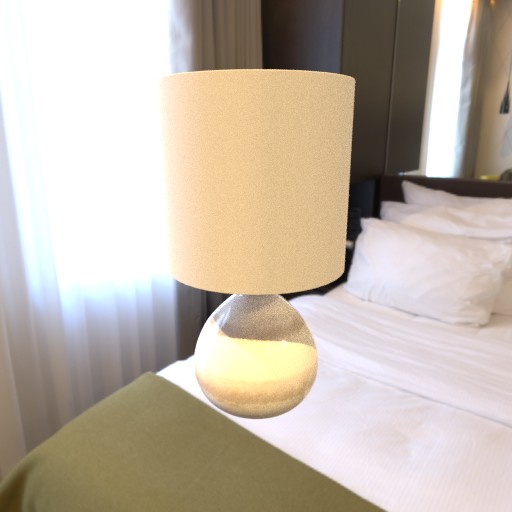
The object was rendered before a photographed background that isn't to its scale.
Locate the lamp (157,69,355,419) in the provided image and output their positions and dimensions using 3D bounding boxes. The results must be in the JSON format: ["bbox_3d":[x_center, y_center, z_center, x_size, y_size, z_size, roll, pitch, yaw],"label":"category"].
[{"bbox_3d":[0.000,0.000,0.550,0.217,0.404,0.217,3,16,9],"label":"lamp"}]
